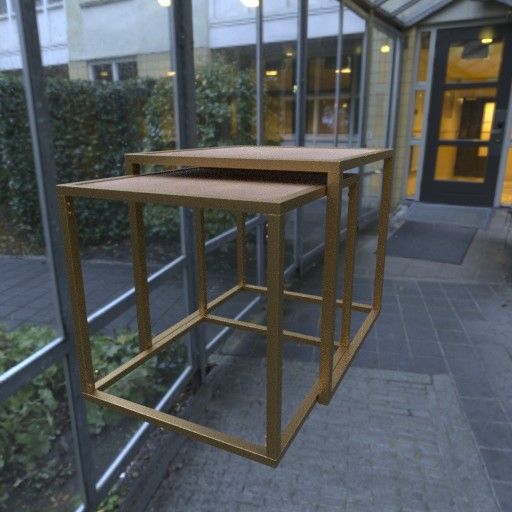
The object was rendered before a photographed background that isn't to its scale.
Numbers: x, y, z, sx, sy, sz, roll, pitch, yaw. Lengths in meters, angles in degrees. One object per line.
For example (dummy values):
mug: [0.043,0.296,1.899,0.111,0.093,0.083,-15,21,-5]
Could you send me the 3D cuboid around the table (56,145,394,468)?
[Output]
table: [0.000,0.000,1.111,0.505,0.505,0.762,8,18,25]
